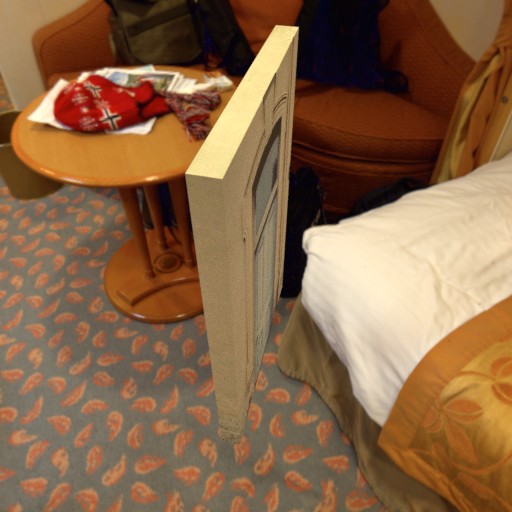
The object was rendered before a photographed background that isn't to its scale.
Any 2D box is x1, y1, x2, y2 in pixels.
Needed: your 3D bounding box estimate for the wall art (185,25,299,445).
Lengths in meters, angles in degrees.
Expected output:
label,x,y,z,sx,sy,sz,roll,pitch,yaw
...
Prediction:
label,x,y,z,sx,sy,sz,roll,pitch,yaw
wall art,0.000,0.000,0.759,0.036,0.607,0.403,10,46,10
